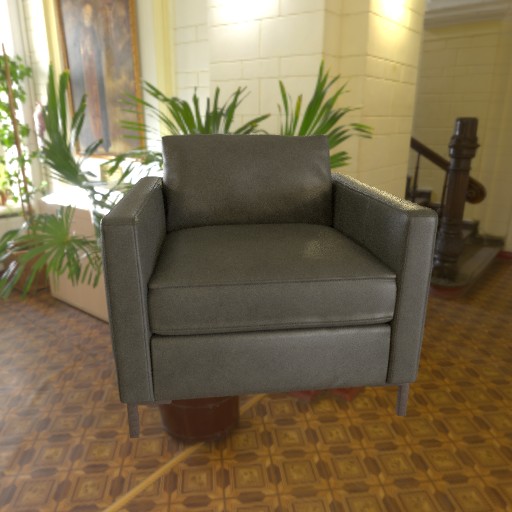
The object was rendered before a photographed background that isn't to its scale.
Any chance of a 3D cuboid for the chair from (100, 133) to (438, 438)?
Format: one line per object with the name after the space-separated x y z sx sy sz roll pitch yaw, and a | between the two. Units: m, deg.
0.000 0.000 1.511 0.967 0.824 0.861 -2 18 -7 | chair
